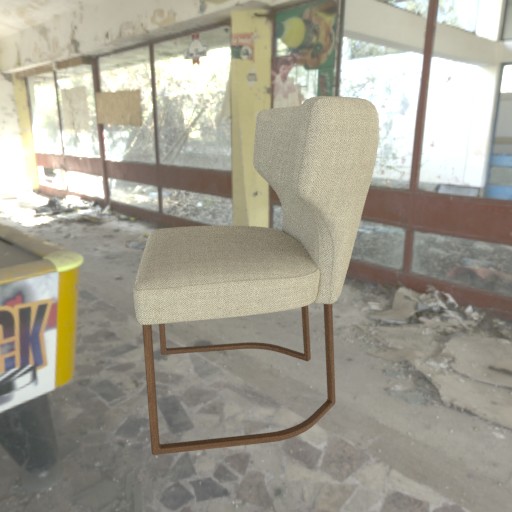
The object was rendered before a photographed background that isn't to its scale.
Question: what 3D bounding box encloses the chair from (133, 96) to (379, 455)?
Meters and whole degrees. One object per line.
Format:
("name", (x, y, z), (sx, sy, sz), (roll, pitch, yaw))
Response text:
("chair", (0.000, 0.000, 1.239), (0.617, 0.824, 0.611), (-3, 16, -9))
